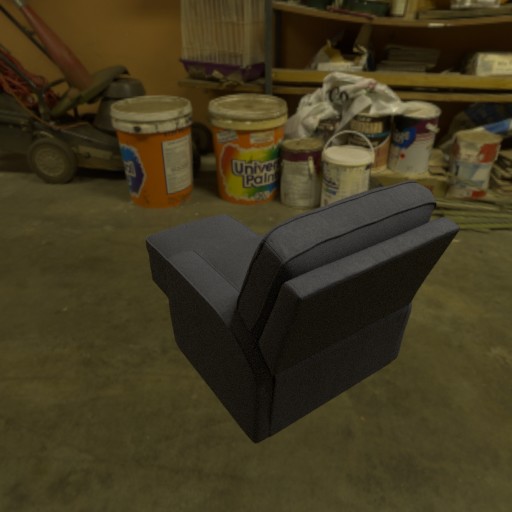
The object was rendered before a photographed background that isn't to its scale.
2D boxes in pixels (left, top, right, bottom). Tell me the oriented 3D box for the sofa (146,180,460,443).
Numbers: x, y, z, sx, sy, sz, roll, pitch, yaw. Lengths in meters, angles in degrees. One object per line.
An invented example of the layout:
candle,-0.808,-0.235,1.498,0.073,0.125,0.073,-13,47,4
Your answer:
sofa,0.000,0.000,2.085,0.861,0.959,1.472,-20,36,-29
